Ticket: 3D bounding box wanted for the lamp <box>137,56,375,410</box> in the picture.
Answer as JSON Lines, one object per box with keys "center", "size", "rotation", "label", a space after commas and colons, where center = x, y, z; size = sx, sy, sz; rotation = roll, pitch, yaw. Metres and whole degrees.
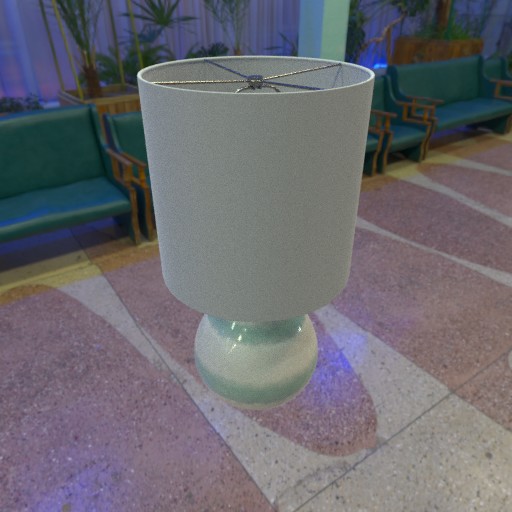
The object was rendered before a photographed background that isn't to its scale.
{"center": [0.000, 0.000, 0.517], "size": [0.217, 0.404, 0.217], "rotation": [-18, 35, -28], "label": "lamp"}
